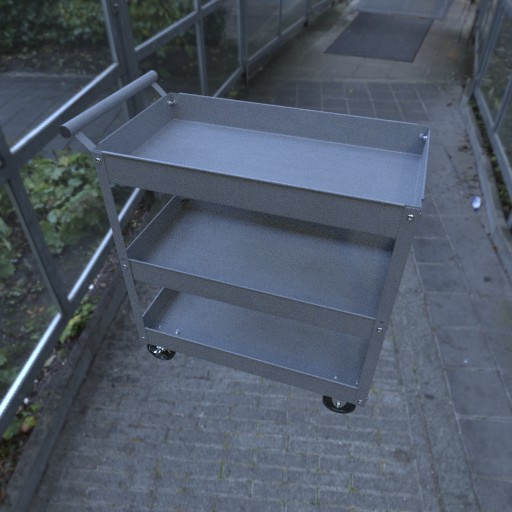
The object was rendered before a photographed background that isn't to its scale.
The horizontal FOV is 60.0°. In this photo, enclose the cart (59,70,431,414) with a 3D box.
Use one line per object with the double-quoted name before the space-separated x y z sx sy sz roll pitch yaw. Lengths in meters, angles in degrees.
"cart" 0.000 0.000 1.182 0.719 0.780 0.366 13 42 14
